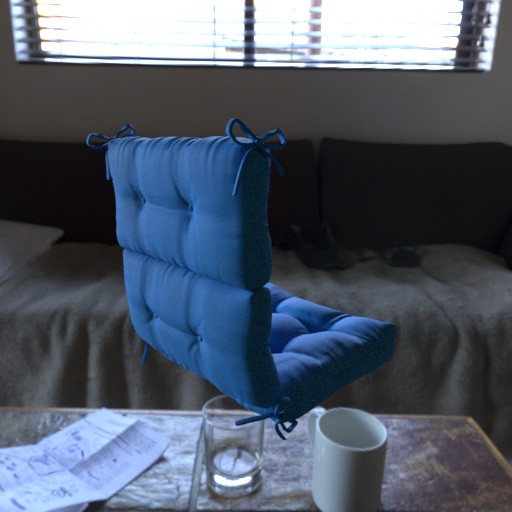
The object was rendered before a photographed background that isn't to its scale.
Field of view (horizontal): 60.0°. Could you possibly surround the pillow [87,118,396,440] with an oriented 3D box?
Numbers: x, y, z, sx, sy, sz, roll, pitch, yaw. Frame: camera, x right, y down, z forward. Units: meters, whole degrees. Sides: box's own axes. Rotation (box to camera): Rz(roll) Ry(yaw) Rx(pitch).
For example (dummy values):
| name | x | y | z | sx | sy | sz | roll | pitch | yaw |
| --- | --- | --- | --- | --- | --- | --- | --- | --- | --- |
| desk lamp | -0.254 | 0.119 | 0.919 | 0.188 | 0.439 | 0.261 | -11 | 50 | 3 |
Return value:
| name | x | y | z | sx | sy | sz | roll | pitch | yaw |
| --- | --- | --- | --- | --- | --- | --- | --- | --- | --- |
| pillow | 0.000 | 0.000 | 1.059 | 0.571 | 0.605 | 0.519 | -14 | 20 | -42 |
